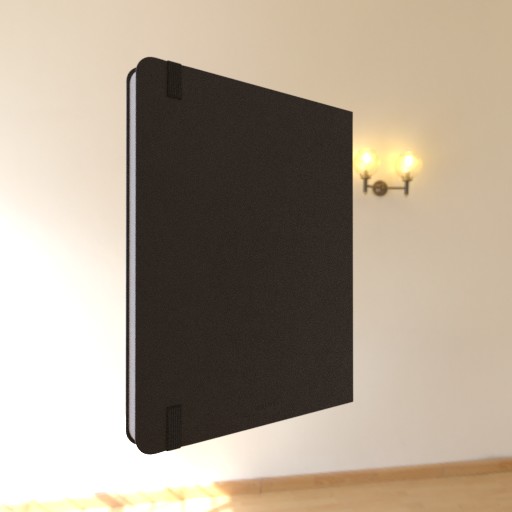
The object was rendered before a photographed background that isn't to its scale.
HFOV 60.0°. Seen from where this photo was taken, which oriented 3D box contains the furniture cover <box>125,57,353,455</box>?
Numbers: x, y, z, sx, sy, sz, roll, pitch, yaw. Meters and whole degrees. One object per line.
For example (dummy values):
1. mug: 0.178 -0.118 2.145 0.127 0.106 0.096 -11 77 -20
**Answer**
1. furniture cover: 0.000 0.000 0.375 0.216 0.281 0.023 0 -1 -35
